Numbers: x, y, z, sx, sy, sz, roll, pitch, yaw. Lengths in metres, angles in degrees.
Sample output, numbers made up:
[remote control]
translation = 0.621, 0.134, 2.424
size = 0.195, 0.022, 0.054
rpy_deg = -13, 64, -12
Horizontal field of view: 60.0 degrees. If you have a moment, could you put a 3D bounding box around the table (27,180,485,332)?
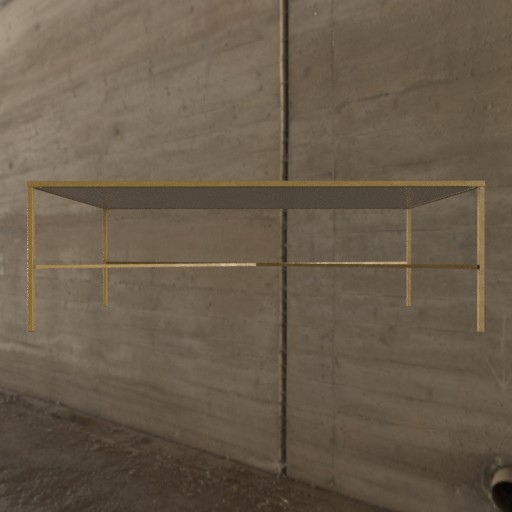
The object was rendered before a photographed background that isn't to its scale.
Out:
[table]
translation = 0.000, 0.000, 1.457
size = 1.206, 0.398, 0.580
rpy_deg = 0, 0, 0
